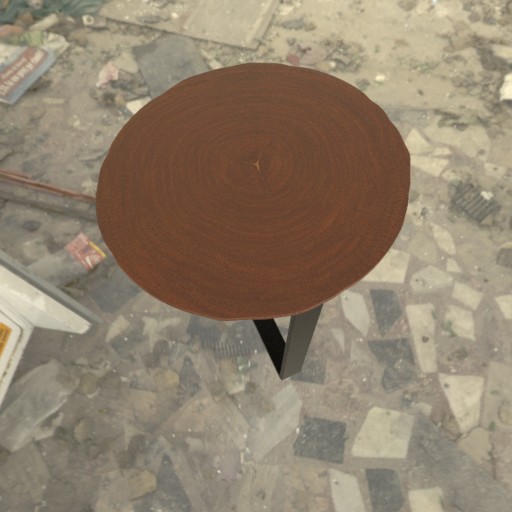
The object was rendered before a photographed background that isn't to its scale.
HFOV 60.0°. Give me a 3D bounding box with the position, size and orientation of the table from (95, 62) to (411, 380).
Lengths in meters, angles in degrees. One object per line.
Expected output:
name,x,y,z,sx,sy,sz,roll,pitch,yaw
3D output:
table,0.000,0.000,0.751,0.380,0.450,0.410,32,66,17
